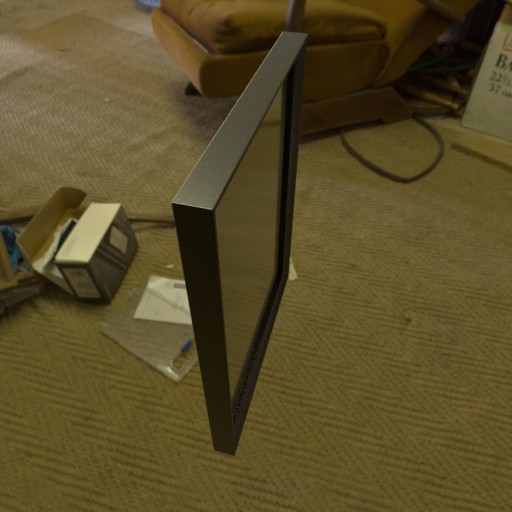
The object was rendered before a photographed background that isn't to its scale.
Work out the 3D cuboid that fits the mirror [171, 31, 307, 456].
[{"bbox_3d":[0.000,0.000,0.673,0.041,0.509,0.406,11,46,11],"label":"mirror"}]
